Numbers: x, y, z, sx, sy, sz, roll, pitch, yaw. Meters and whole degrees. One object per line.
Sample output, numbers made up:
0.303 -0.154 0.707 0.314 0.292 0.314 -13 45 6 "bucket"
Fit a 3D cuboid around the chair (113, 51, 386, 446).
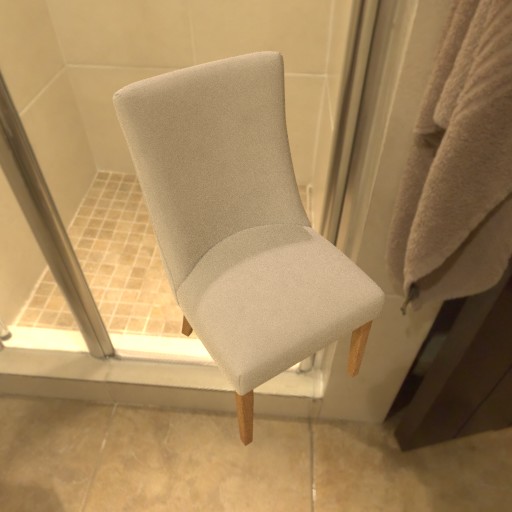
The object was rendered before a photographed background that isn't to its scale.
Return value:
0.000 0.000 1.275 0.495 0.902 0.610 -24 50 -22 "chair"
